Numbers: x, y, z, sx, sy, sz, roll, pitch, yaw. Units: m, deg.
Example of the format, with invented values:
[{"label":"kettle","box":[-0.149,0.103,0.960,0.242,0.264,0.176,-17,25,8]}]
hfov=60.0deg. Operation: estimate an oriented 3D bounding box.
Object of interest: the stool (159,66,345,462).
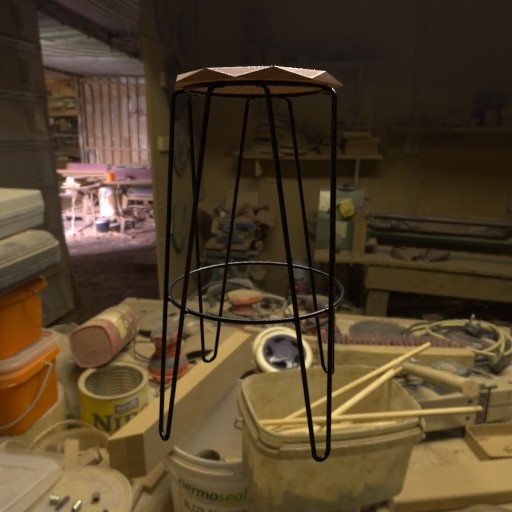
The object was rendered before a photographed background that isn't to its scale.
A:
[{"label":"stool","box":[0.000,0.000,0.811,0.326,0.610,0.326,3,16,11]}]
